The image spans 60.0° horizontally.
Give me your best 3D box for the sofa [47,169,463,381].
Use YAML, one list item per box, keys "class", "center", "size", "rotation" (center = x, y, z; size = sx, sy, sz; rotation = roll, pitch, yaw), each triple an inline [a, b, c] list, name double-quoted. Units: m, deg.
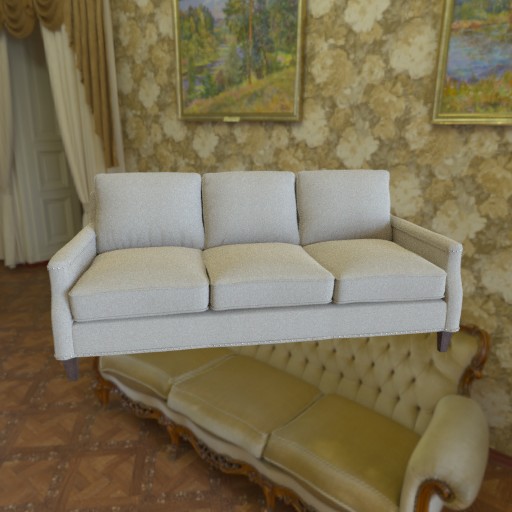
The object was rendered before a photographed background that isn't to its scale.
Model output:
- class: "sofa"
  center: [0.000, 0.000, 2.813]
  size: [2.246, 1.003, 1.084]
  rotation: [-2, 16, -8]
